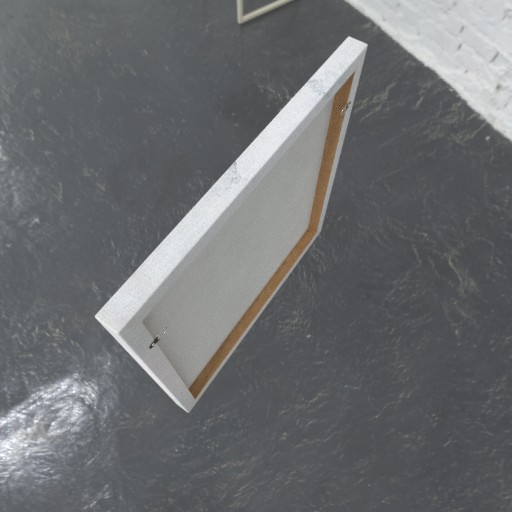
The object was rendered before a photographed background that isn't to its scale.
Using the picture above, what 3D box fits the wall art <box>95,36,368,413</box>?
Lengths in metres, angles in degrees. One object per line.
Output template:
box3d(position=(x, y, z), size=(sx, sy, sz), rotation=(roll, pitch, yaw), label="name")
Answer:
box3d(position=(0.000, 0.000, 0.903), size=(0.040, 0.612, 0.612), rotation=(32, 67, 15), label="wall art")
